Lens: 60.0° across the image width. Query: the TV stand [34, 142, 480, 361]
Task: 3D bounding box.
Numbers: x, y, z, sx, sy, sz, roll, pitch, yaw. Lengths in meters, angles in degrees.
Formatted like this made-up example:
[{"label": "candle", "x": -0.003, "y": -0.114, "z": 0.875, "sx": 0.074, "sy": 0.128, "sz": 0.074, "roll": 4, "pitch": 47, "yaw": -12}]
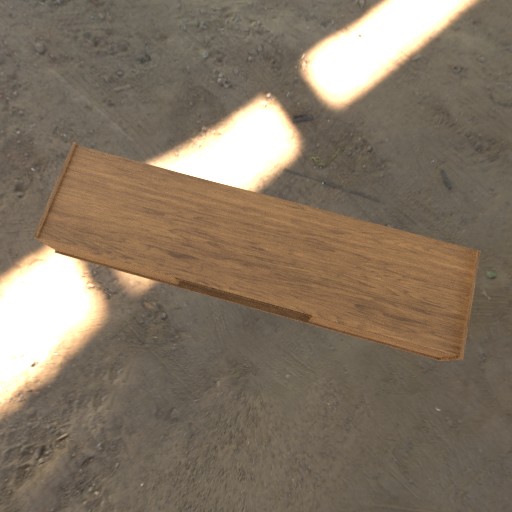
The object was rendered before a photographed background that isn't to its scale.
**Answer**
[{"label": "TV stand", "x": 0.000, "y": 0.000, "z": 2.032, "sx": 1.796, "sy": 0.415, "sz": 0.467, "roll": 15, "pitch": 76, "yaw": 4}]
